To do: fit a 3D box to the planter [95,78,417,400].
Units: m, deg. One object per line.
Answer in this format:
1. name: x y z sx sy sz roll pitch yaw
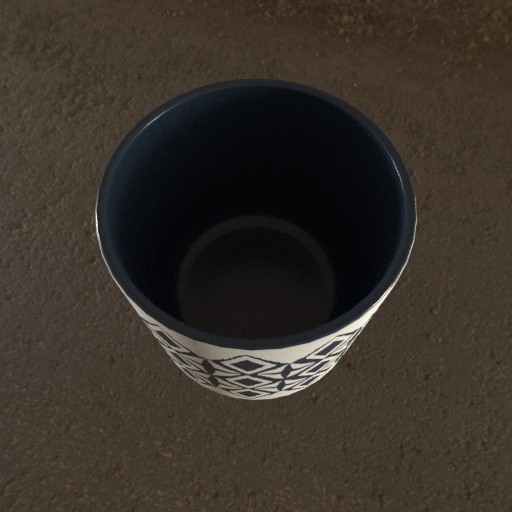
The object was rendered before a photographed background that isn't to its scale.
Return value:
1. planter: 0.000 0.000 0.284 0.159 0.144 0.159 0 64 0
